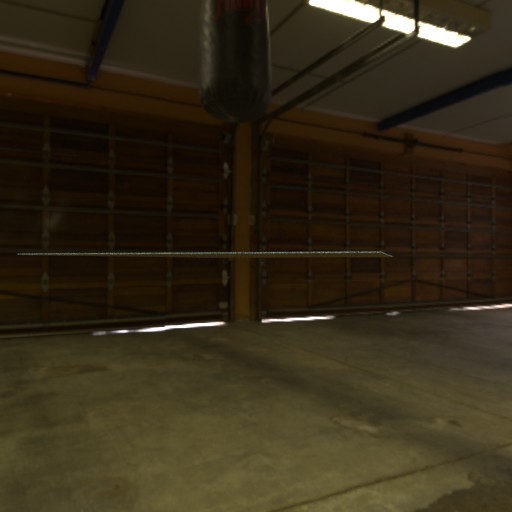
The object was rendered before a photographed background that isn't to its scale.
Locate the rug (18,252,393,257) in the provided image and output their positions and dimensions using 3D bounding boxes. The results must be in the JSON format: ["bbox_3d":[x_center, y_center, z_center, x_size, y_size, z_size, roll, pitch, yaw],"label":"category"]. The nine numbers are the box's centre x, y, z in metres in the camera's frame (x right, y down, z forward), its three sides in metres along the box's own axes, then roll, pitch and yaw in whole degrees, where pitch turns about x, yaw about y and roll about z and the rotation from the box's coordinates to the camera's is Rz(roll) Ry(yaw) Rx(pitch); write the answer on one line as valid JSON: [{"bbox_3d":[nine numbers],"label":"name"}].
[{"bbox_3d":[0.000,0.000,4.213,2.443,0.007,3.200,0,-1,18],"label":"rug"}]
